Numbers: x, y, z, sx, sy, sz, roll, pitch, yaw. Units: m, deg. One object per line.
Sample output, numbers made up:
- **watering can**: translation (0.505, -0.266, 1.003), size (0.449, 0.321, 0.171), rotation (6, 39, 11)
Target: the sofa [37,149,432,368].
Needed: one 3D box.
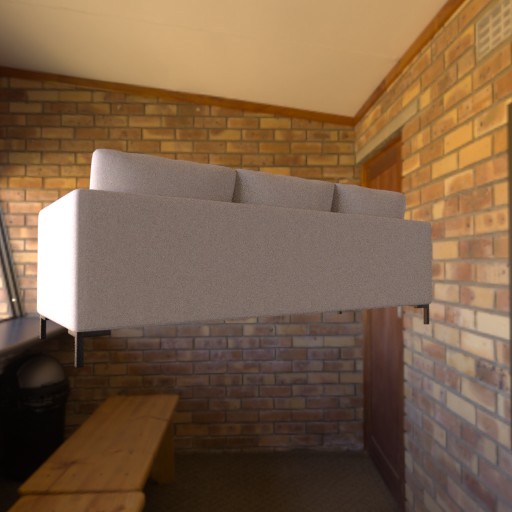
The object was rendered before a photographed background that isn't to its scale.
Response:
- **sofa**: translation (0.000, 0.000, 2.607), size (2.218, 0.874, 0.859), rotation (1, -2, -35)
